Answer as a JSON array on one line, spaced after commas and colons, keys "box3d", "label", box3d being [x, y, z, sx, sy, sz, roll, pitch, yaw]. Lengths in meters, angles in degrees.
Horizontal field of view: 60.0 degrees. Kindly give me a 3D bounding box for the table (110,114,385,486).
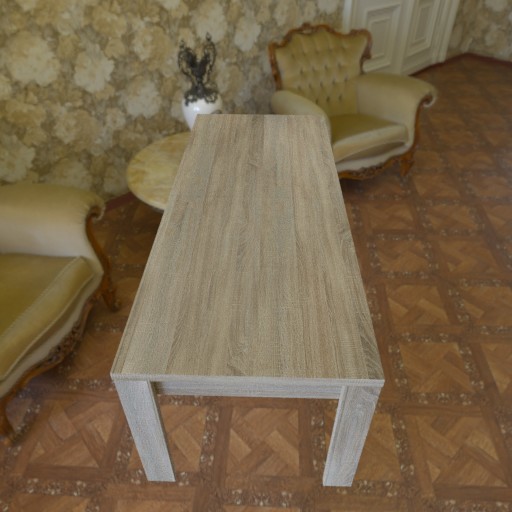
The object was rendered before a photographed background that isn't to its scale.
[{"box3d": [0.000, 0.000, 2.547, 0.900, 0.790, 2.200, 1, 39, 1], "label": "table"}]
